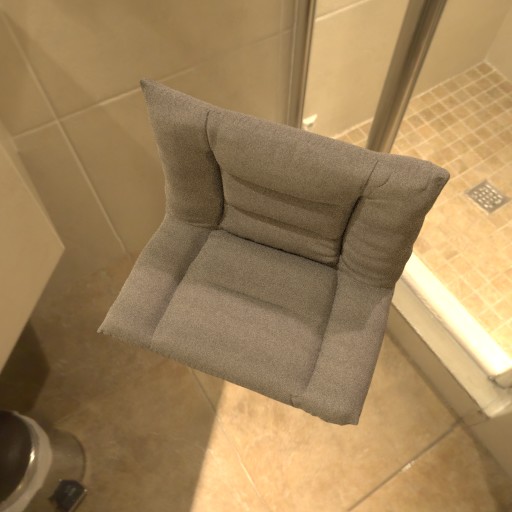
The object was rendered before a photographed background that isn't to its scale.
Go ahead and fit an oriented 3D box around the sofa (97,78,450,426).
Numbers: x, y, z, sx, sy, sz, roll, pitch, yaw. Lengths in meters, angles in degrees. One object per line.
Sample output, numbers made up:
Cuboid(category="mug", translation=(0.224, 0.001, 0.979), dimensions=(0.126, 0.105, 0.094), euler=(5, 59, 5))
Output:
Cuboid(category="sofa", translation=(0.000, 0.000, 1.685), dimensions=(1.144, 0.795, 0.847), euler=(18, 62, 10))
